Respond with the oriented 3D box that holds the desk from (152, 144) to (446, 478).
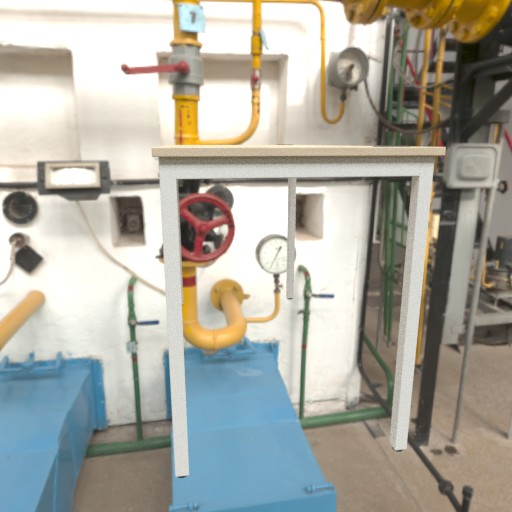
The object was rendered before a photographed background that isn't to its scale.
[{"bbox_3d":[0.000,0.000,1.540,0.600,0.750,1.200,-2,14,-9],"label":"desk"}]
